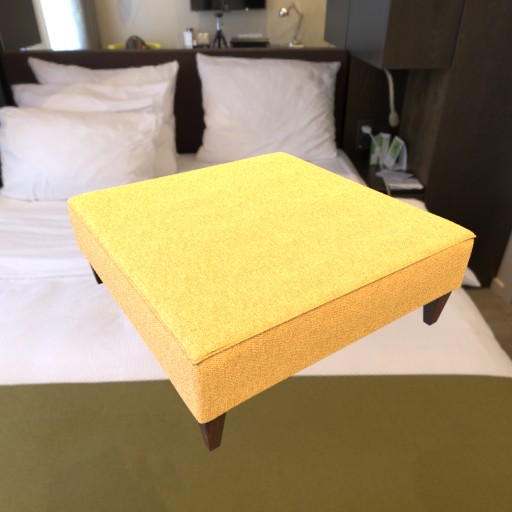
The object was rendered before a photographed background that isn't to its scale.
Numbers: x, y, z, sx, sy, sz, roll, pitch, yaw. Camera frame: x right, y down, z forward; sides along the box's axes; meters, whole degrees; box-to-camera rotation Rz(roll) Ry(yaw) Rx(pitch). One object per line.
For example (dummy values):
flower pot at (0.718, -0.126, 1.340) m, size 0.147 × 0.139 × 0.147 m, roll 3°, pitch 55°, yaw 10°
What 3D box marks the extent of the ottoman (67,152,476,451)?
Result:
ottoman at (0.000, 0.000, 1.525) m, size 0.970 × 0.378 × 0.981 m, roll -19°, pitch 36°, yaw -29°
